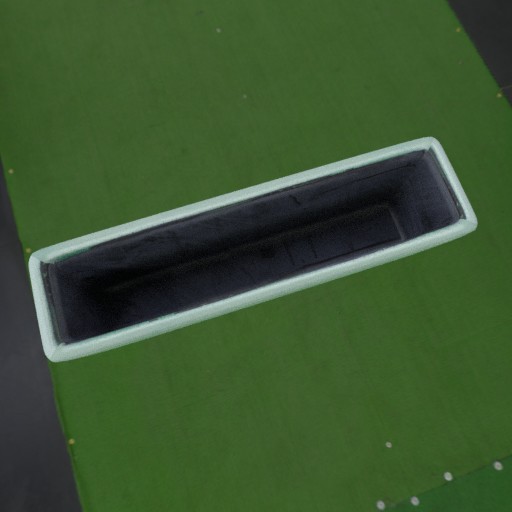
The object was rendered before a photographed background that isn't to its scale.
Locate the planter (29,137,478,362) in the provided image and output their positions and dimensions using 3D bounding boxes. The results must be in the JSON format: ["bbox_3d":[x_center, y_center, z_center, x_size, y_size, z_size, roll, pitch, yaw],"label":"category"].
[{"bbox_3d":[0.000,0.000,0.308,0.275,0.072,0.072,-17,74,-5],"label":"planter"}]
